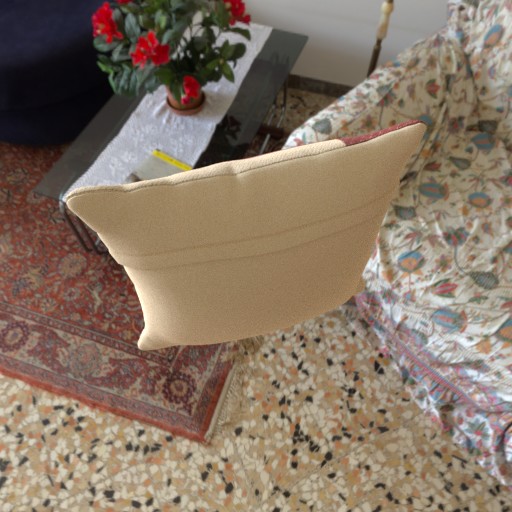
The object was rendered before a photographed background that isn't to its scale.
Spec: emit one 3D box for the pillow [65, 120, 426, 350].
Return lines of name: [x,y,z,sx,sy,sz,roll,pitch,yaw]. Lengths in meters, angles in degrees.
pillow: [0.000,0.000,0.802,0.536,0.506,0.229,-14,59,-9]
